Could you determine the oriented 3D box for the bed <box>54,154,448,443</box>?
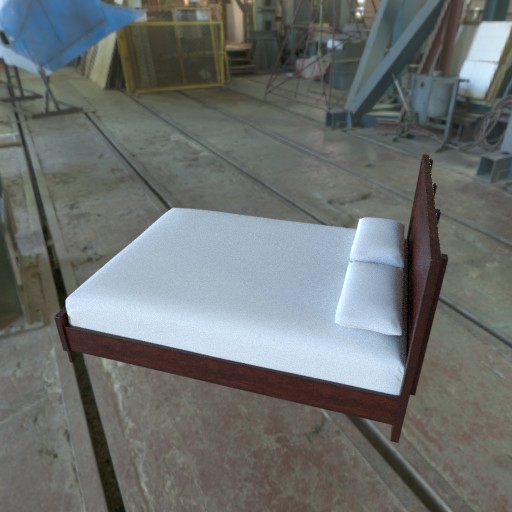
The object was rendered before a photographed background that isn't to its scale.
[{"bbox_3d":[0.000,0.000,3.956,2.803,1.492,2.040,9,31,15],"label":"bed"}]
